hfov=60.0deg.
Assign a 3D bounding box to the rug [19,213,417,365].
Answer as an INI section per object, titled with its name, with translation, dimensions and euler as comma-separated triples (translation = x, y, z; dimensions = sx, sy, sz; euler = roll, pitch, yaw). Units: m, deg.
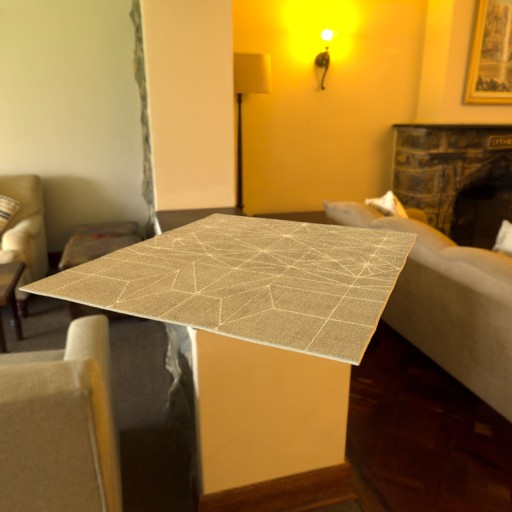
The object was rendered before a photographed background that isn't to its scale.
[rug]
translation = 0.000, 0.000, 0.879
dimensions = 0.548, 0.006, 0.639
euler = 8, 19, 24
